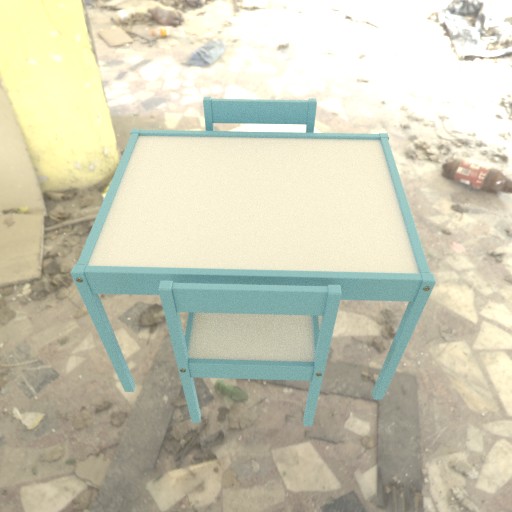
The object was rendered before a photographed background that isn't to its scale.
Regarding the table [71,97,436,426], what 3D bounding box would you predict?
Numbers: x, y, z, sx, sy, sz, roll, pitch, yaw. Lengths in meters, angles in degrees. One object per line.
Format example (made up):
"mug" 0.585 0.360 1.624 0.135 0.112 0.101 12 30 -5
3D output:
"table" 0.000 0.000 1.086 0.639 0.503 0.633 1 46 1
